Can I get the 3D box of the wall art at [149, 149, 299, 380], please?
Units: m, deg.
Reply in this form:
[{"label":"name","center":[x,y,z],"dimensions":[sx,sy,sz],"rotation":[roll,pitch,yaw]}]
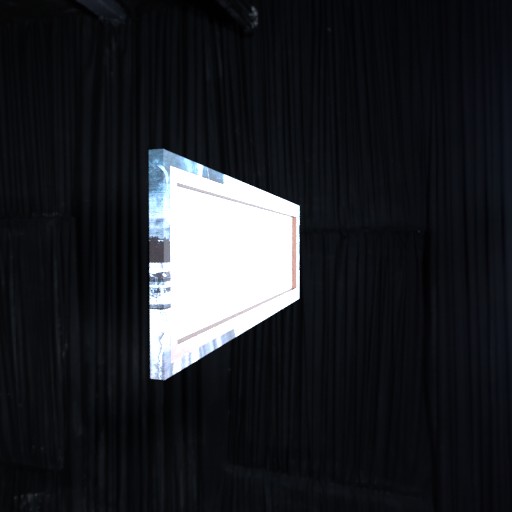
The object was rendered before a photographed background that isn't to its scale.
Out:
[{"label":"wall art","center":[0.000,0.000,1.707],"dimensions":[0.037,0.509,1.524],"rotation":[0,2,17]}]
